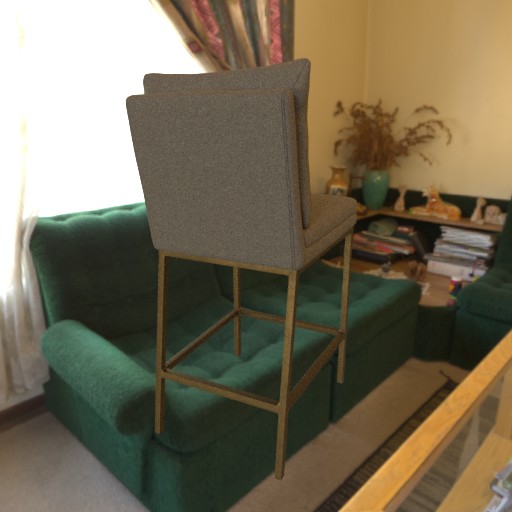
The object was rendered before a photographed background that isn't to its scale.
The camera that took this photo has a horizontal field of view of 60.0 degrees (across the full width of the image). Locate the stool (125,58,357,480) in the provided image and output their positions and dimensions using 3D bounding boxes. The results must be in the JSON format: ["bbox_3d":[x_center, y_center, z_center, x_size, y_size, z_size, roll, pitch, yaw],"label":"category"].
[{"bbox_3d":[0.000,0.000,1.333,0.463,1.030,0.569,8,18,26],"label":"stool"}]
